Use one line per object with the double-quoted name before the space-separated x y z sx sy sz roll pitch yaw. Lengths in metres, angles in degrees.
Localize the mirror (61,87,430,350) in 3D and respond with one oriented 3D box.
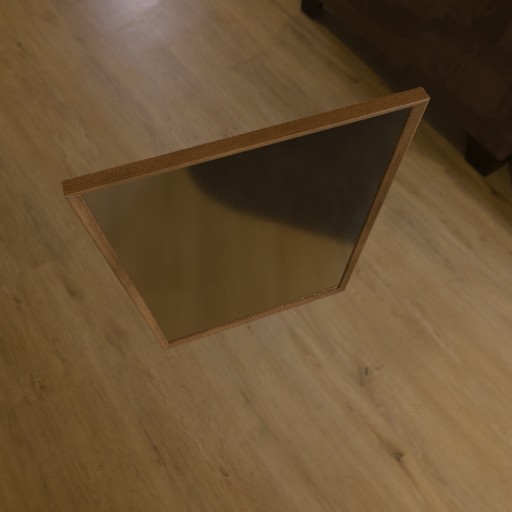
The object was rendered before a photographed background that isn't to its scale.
"mirror" 0.000 0.000 1.331 0.762 1.016 0.041 -17 63 -9
